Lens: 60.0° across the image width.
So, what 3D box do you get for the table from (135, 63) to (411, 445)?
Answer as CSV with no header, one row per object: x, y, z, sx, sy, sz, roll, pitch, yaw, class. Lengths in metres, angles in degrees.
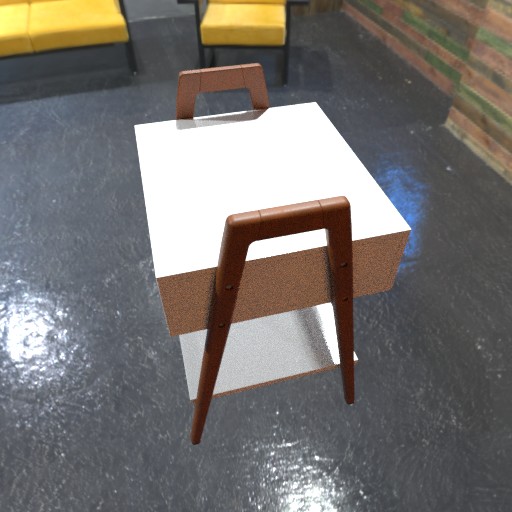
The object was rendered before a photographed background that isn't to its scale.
0.000,0.000,0.924,0.405,0.610,0.457,-11,47,-10,table
